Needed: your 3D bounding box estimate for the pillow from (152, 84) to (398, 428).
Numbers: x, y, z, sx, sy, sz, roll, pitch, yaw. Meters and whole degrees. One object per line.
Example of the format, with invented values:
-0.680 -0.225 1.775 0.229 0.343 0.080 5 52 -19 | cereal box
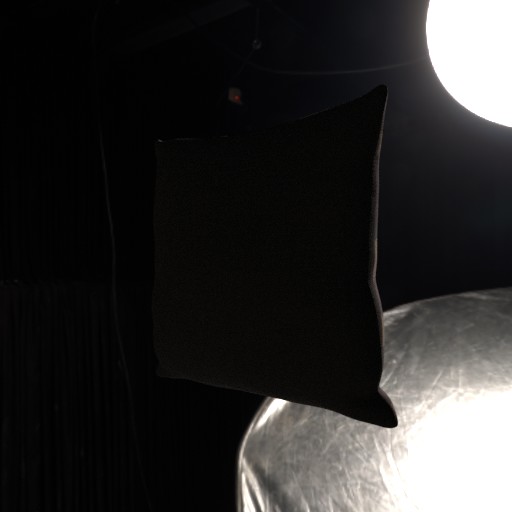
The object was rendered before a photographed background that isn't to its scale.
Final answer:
0.000 0.000 0.782 0.503 0.496 0.208 0 0 36 | pillow
